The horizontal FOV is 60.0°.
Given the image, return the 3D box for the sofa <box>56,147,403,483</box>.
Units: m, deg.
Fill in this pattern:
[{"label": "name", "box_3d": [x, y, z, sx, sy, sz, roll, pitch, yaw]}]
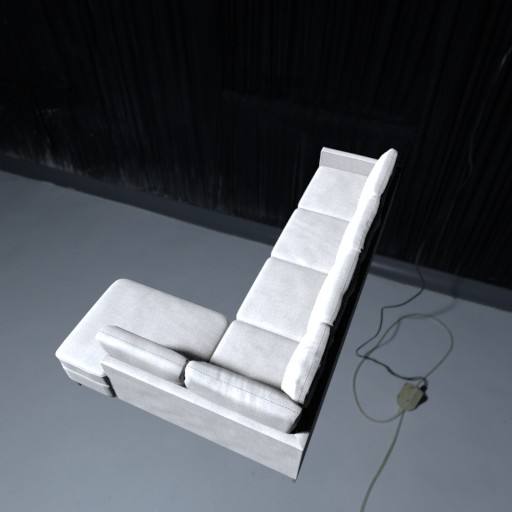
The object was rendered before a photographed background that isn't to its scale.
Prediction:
[{"label": "sofa", "box_3d": [0.000, 0.000, 4.293, 2.077, 0.964, 3.331, 18, 50, 16]}]
